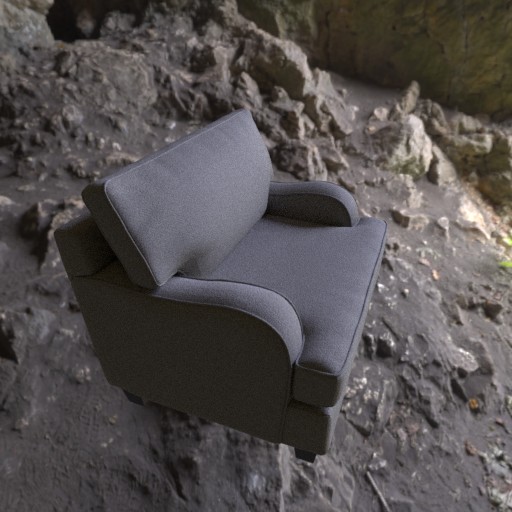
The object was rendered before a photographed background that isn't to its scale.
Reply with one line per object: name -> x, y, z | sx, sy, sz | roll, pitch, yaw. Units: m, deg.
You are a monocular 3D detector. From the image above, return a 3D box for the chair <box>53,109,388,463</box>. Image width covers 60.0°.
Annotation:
chair -> 0.000, 0.000, 1.971 | 1.040, 1.016, 1.220 | 11, 32, 18
